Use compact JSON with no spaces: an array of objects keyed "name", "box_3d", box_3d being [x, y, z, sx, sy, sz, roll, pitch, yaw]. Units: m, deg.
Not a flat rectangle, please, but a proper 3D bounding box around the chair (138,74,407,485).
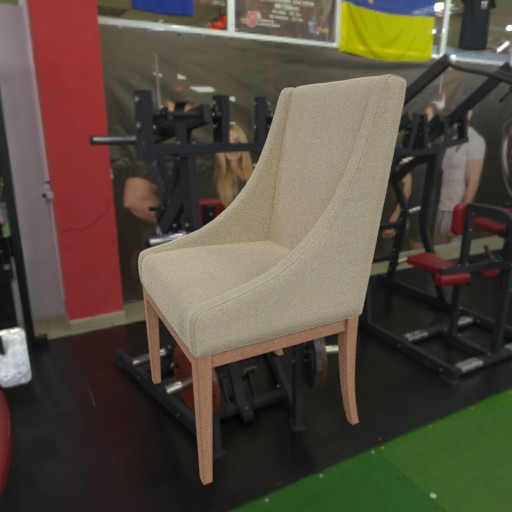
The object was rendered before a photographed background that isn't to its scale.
[{"name":"chair","box_3d":[0.000,0.000,1.363,0.611,1.021,0.575,-8,19,-25]}]
